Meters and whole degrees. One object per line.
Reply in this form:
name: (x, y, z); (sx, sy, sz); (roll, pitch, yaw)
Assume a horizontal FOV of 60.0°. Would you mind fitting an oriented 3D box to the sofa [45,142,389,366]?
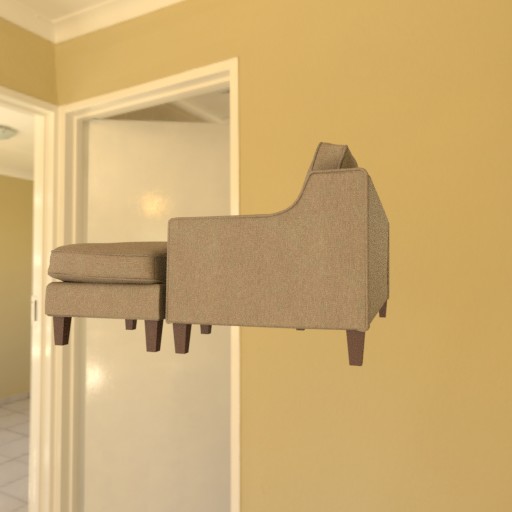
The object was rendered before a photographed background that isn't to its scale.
sofa: (0.000, 0.000, 3.341); (1.858, 1.081, 2.317); (-1, -2, 19)
